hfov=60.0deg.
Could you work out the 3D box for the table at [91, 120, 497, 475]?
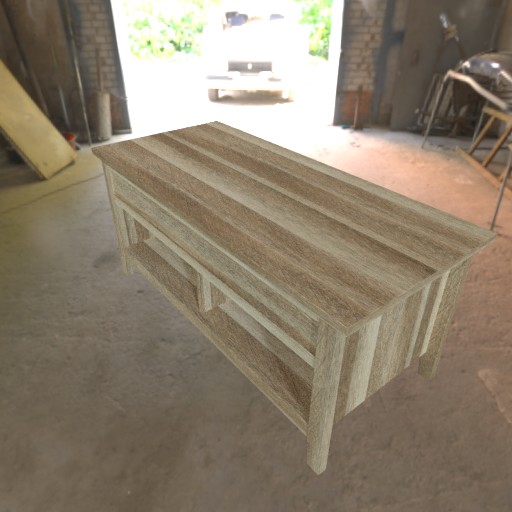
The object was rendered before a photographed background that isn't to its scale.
[{"bbox_3d":[0.000,0.000,1.340,0.493,0.480,1.095,-24,40,-32],"label":"table"}]
